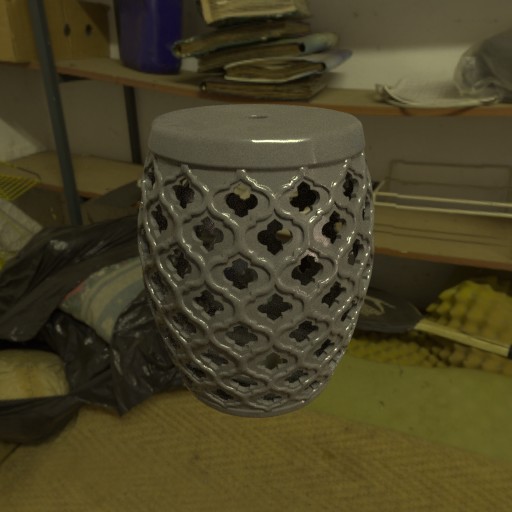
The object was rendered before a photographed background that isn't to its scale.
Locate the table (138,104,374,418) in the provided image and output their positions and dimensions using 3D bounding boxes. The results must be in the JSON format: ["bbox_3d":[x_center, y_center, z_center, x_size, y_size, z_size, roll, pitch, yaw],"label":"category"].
[{"bbox_3d":[0.000,0.000,0.640,0.325,0.388,0.325,0,26,0],"label":"table"}]
